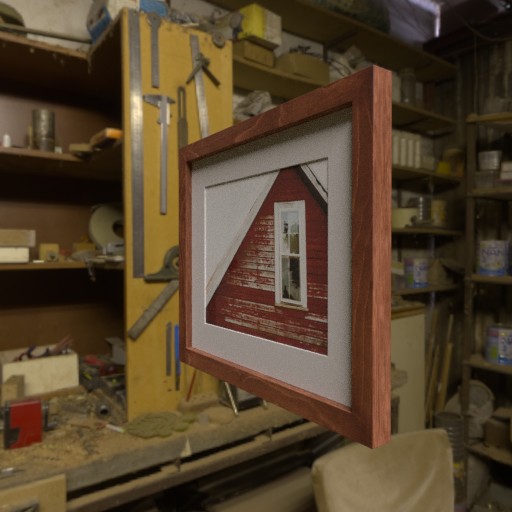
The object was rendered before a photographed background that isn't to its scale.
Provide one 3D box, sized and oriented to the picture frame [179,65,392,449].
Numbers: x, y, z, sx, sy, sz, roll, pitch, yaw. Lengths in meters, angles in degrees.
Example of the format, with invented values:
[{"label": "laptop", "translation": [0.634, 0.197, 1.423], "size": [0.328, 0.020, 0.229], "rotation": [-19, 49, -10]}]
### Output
[{"label": "picture frame", "translation": [0.000, 0.000, 0.543], "size": [0.025, 0.330, 0.381], "rotation": [0, 1, -35]}]
